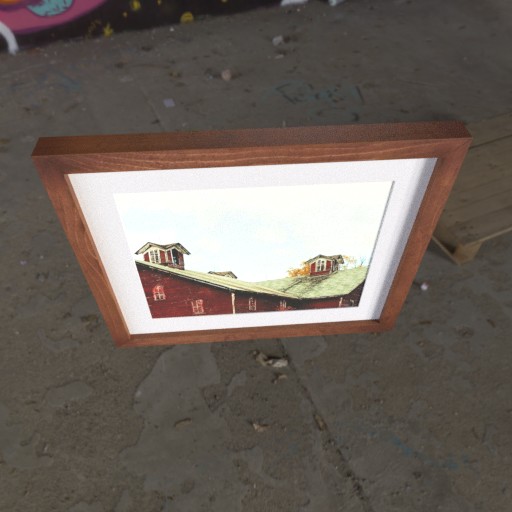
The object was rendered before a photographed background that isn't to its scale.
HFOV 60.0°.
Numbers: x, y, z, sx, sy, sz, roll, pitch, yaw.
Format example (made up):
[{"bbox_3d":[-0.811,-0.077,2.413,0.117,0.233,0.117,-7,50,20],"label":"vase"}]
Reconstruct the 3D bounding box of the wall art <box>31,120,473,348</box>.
[{"bbox_3d":[0.000,0.000,0.532,0.401,0.328,0.030,-3,48,-3],"label":"wall art"}]
